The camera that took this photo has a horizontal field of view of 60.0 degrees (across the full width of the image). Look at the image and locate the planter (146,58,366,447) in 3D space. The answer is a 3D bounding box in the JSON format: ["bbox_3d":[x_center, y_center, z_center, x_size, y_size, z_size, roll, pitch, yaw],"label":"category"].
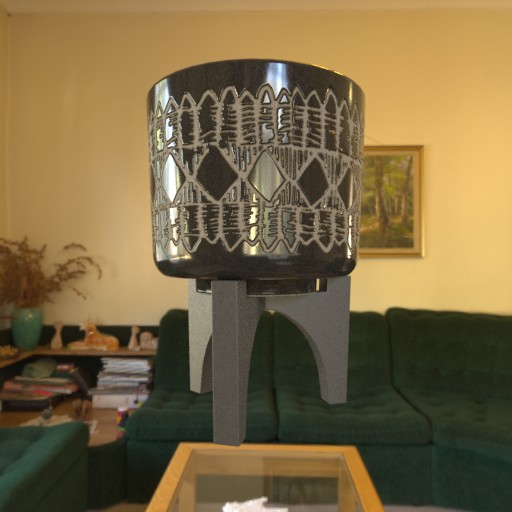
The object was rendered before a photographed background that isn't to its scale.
[{"bbox_3d":[0.000,0.000,0.520,0.251,0.355,0.251,0,-1,-15],"label":"planter"}]
